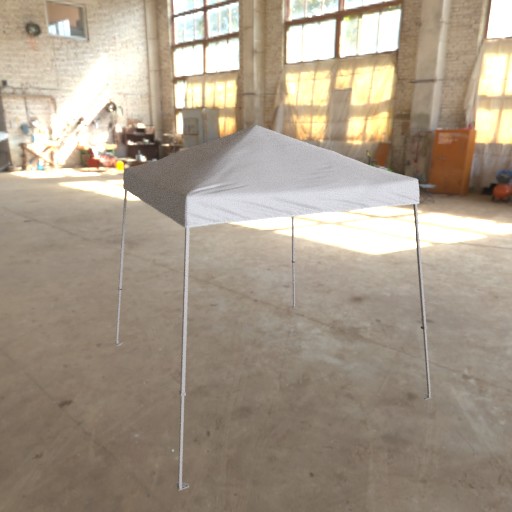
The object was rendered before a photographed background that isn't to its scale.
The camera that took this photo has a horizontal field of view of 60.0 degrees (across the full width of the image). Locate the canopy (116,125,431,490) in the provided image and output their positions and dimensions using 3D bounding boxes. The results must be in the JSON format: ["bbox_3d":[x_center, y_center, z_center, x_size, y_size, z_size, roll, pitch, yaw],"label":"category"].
[{"bbox_3d":[0.000,0.000,5.032,2.849,2.849,2.848,-8,18,-26],"label":"canopy"}]
